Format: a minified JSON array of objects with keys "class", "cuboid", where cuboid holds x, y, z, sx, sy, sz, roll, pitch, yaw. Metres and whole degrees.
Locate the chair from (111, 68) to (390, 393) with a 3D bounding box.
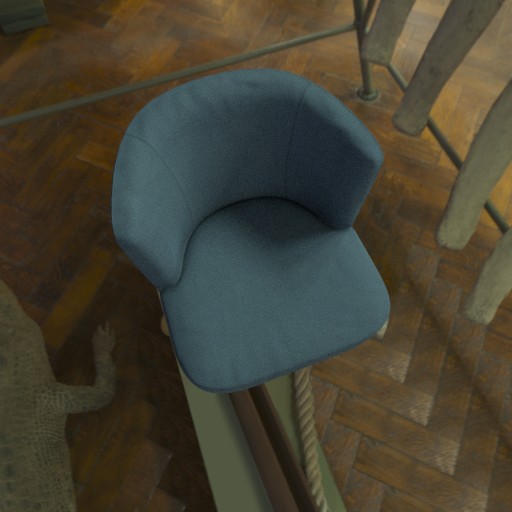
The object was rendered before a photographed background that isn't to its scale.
[{"class":"chair","cuboid":[0.000,0.000,1.317,0.661,0.760,0.702,-18,66,-9]}]
